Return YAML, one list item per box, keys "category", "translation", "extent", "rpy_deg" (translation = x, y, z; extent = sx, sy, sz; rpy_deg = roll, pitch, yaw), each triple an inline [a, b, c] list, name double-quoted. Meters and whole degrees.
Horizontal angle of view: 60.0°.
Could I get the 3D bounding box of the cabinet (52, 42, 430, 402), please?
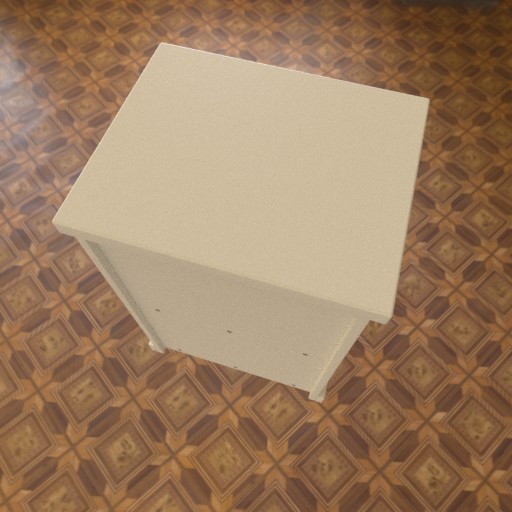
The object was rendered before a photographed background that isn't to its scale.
- category: "cabinet"
  translation: [0.000, 0.000, 1.052]
  extent: [0.520, 0.723, 0.431]
  rpy_deg: [15, 64, 8]
